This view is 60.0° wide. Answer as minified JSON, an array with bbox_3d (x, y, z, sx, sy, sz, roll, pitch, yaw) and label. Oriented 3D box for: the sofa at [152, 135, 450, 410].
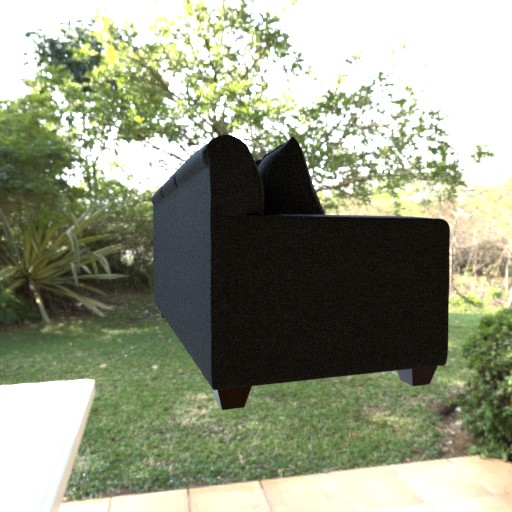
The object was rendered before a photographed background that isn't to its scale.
[{"bbox_3d":[0.000,0.000,2.521,0.997,0.958,2.024,-1,2,-18],"label":"sofa"}]
